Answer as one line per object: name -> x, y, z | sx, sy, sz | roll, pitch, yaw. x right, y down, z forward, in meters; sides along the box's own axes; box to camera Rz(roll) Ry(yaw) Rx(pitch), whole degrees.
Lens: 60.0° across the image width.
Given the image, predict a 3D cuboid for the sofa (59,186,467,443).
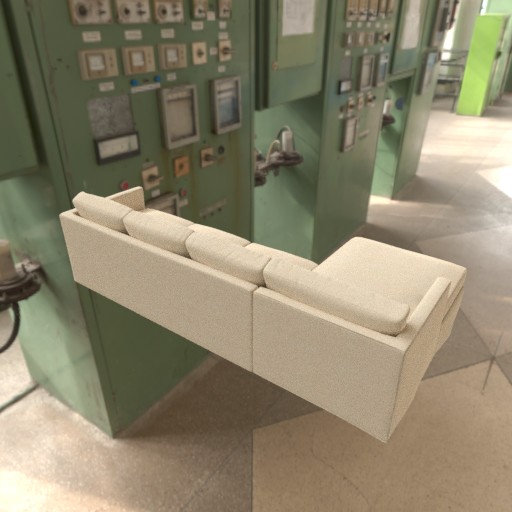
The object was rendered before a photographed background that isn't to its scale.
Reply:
sofa -> 0.000, 0.000, 3.869 | 3.205, 0.922, 1.650 | 19, 34, 31
